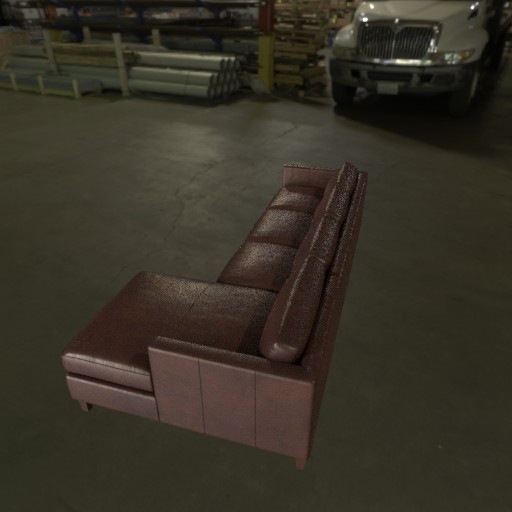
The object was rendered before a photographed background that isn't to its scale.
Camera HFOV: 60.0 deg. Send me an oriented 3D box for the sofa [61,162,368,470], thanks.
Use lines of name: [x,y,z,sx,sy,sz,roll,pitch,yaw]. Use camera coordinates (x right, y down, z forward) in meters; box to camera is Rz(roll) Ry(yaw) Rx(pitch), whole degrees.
sofa: [0.000,0.000,3.836,1.581,0.883,3.203,9,31,14]
